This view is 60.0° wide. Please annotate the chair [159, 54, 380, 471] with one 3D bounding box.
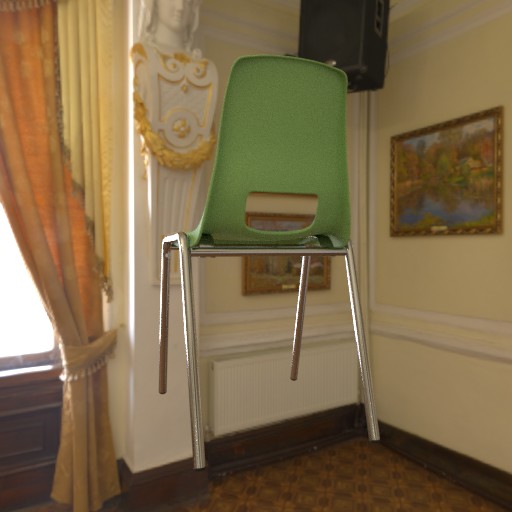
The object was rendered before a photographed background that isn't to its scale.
[{"bbox_3d":[0.000,0.000,0.977,0.381,0.704,0.436,0,1,-18],"label":"chair"}]
